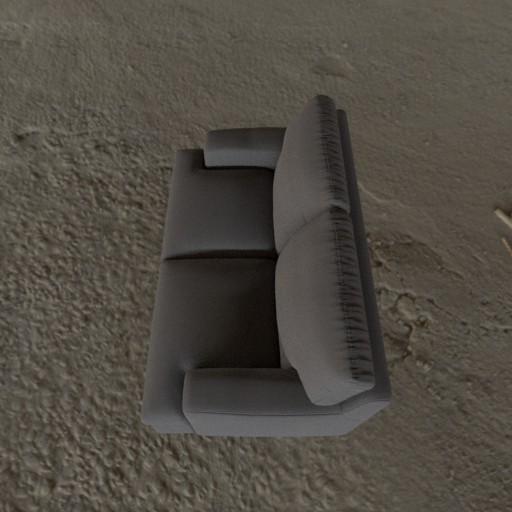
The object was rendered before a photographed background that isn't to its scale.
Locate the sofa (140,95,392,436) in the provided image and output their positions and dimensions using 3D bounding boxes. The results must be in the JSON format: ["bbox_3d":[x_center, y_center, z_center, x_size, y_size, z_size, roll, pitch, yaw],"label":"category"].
[{"bbox_3d":[0.000,0.000,2.558,1.143,0.940,1.880,0,58,0],"label":"sofa"}]
